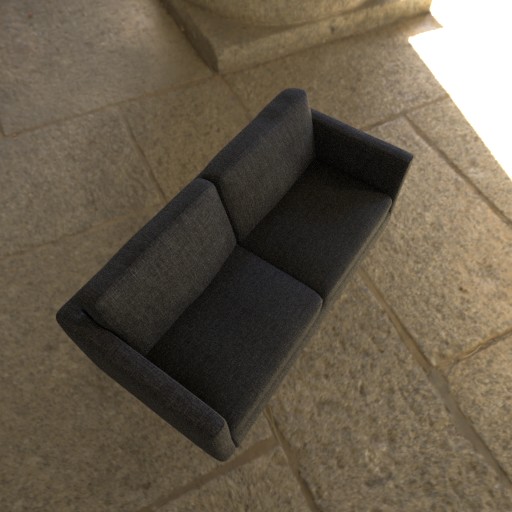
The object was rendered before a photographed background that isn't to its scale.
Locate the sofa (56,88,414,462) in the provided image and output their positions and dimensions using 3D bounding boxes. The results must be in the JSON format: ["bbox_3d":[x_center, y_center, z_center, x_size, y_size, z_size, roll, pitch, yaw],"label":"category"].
[{"bbox_3d":[0.000,0.000,2.474,0.950,0.963,1.884,31,63,18],"label":"sofa"}]
